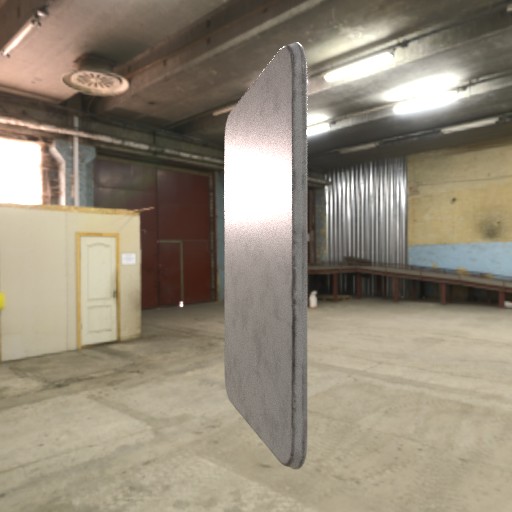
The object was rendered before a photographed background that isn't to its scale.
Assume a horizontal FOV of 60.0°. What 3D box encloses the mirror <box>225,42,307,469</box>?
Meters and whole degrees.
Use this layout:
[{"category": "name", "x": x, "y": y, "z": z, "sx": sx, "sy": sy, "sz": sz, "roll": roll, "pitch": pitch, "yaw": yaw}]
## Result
[{"category": "mirror", "x": 0.000, "y": 0.000, "z": 0.911, "sx": 0.024, "sy": 0.713, "sz": 0.461, "roll": 0, "pitch": 0, "yaw": -18}]
